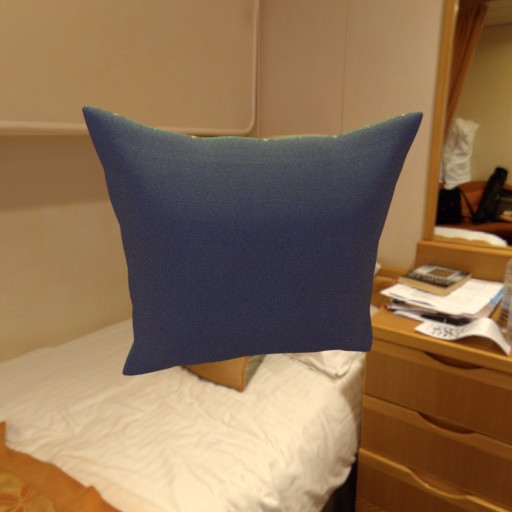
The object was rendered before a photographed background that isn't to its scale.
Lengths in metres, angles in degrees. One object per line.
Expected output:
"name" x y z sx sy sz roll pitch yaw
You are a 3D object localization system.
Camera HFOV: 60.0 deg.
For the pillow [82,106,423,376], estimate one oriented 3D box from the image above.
"pillow" 0.000 0.000 0.689 0.453 0.430 0.200 -2 15 -9
